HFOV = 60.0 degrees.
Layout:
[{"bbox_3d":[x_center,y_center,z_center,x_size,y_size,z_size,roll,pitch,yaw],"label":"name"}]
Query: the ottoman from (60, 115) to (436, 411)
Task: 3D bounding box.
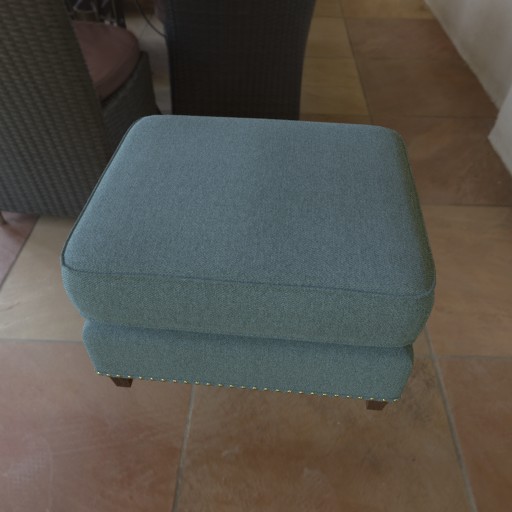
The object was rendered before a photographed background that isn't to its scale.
[{"bbox_3d":[0.000,0.000,1.127,0.738,0.537,0.589,4,47,4],"label":"ottoman"}]
